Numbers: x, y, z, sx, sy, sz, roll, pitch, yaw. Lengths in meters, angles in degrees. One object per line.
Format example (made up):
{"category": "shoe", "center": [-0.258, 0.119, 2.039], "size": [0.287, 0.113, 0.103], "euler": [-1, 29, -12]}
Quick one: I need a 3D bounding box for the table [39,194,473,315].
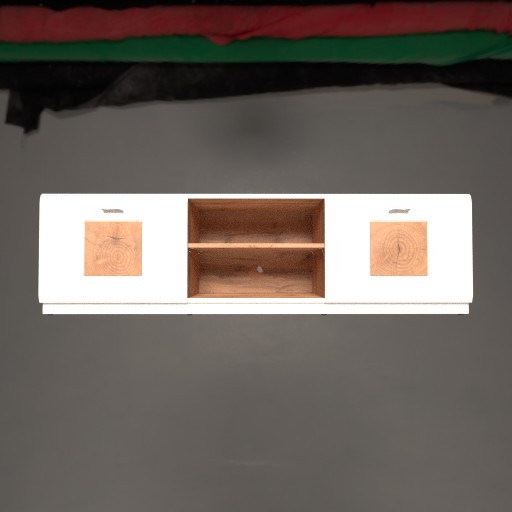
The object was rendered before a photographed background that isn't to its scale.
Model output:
{"category": "table", "center": [0.000, 0.000, 1.763], "size": [1.550, 0.440, 0.400], "euler": [0, -2, 0]}
